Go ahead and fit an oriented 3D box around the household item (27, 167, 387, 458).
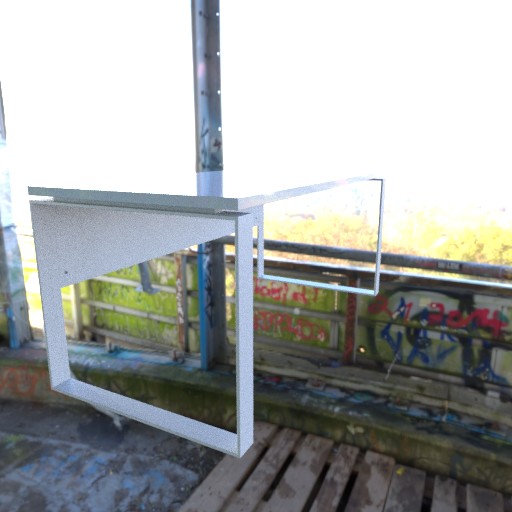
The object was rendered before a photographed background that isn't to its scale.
[{"bbox_3d":[0.000,0.000,2.089,0.800,0.745,1.700,7,15,27],"label":"household item"}]
